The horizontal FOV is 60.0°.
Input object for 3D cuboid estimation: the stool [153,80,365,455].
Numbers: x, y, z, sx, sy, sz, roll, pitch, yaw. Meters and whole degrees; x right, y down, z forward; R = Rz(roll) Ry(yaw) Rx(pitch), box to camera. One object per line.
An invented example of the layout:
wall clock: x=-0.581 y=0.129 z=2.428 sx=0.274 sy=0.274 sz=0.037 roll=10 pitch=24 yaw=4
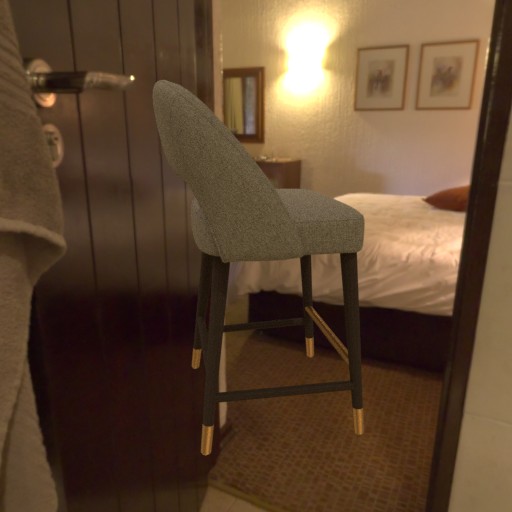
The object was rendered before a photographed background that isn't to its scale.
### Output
stool: x=0.000 y=0.000 z=1.268 sx=0.524 sy=0.925 sz=0.536 roll=-3 pitch=16 yaw=-11
